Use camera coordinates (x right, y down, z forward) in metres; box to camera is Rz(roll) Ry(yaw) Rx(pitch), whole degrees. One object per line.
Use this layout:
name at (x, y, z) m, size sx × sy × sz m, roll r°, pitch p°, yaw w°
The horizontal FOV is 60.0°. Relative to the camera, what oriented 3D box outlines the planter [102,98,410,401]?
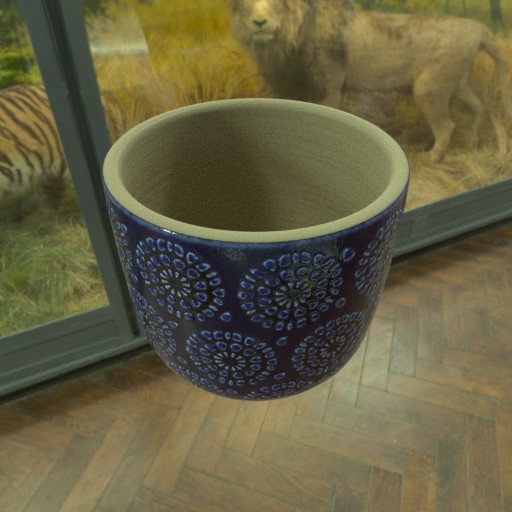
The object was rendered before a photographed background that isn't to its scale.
planter at (0.000, 0.000, 0.288) m, size 0.165 × 0.149 × 0.165 m, roll 0°, pitch 39°, yaw 0°
